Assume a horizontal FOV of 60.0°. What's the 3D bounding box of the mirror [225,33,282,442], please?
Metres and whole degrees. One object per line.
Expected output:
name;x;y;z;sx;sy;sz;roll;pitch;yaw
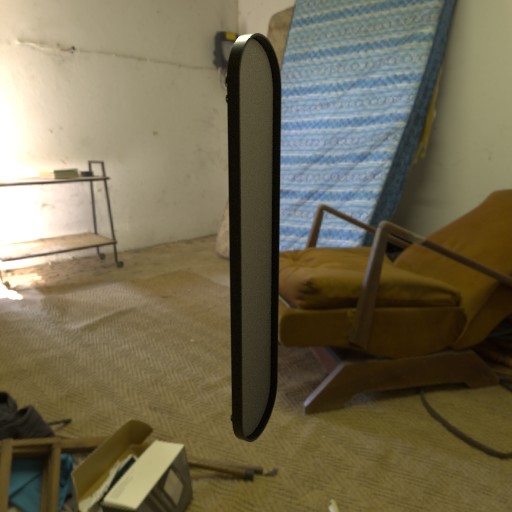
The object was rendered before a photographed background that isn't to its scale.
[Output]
mirror;0.000;0.000;1.084;0.032;0.991;0.222;7;16;25
